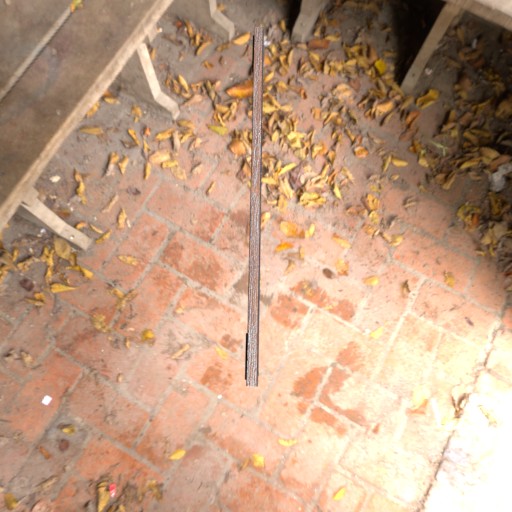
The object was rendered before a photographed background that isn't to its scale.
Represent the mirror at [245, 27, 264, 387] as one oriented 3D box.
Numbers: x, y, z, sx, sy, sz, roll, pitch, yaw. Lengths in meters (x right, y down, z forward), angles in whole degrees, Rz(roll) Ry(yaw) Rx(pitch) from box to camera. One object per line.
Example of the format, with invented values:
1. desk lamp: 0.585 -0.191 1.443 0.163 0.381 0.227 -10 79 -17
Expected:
1. mirror: 0.000 0.000 1.296 0.025 0.996 0.705 1 75 0
